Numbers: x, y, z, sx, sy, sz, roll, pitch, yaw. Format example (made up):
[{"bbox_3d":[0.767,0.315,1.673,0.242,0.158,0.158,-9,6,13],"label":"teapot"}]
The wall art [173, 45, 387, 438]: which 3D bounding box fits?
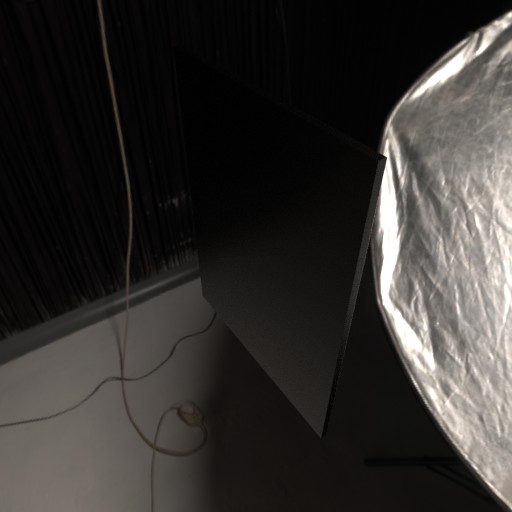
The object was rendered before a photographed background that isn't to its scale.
[{"bbox_3d":[0.000,0.000,0.771,0.013,0.582,0.442,-25,47,-25],"label":"wall art"}]
